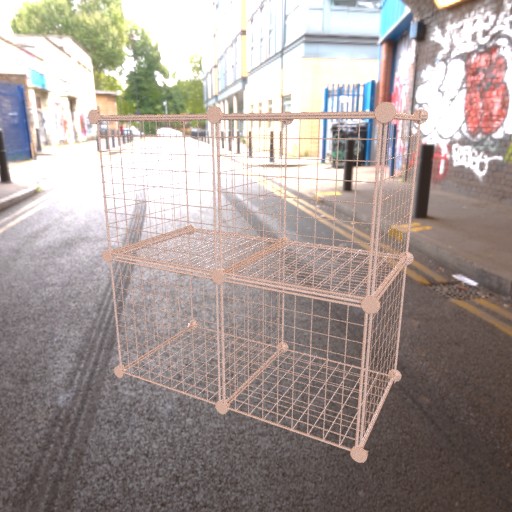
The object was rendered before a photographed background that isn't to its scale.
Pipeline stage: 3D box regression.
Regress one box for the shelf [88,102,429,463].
[{"bbox_3d":[0.000,0.000,1.131,0.711,0.711,0.356,9,18,27],"label":"shelf"}]
